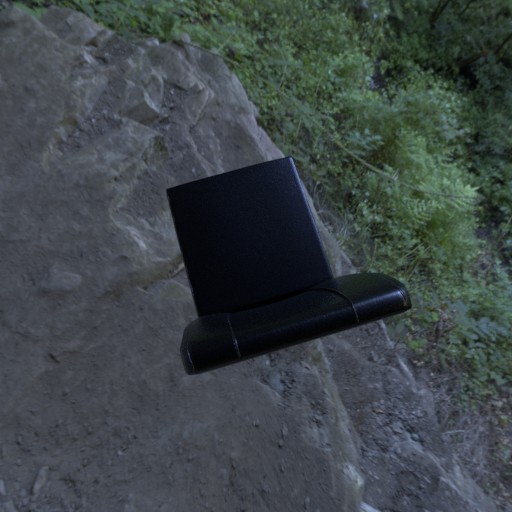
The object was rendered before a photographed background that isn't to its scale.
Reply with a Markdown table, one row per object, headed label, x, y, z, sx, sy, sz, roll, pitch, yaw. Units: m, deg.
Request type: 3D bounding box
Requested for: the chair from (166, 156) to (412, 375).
| label | x | y | z | sx | sy | sz | roll | pitch | yaw |
| --- | --- | --- | --- | --- | --- | --- | --- | --- | --- |
| chair | 0.000 | 0.000 | 1.202 | 0.399 | 0.897 | 0.556 | -16 | 75 | -4 |
